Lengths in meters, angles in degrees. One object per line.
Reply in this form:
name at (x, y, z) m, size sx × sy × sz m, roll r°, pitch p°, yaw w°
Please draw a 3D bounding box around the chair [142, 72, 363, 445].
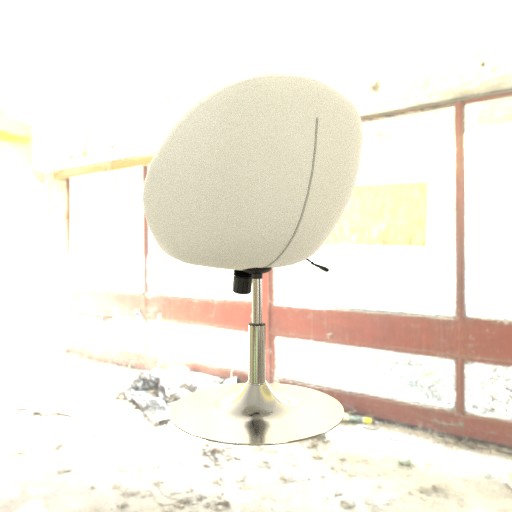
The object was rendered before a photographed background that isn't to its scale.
chair at (0.000, 0.000, 1.822) m, size 0.940 × 1.261 × 0.736 m, roll 0°, pitch 0°, yaw -35°
